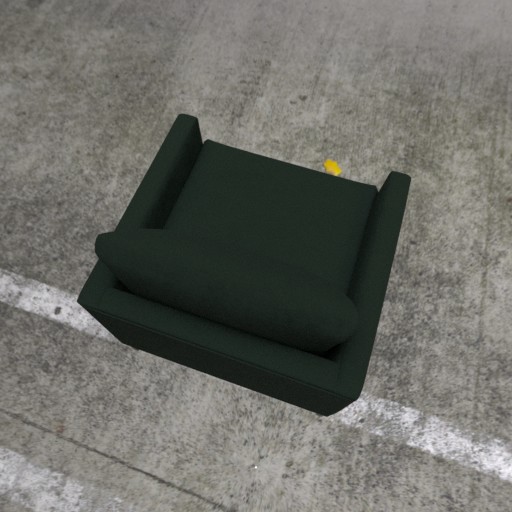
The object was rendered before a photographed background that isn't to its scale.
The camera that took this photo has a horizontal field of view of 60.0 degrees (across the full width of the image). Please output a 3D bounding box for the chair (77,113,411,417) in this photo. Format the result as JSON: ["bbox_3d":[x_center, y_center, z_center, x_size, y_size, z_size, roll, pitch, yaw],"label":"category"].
[{"bbox_3d":[0.000,0.000,1.698,0.963,0.861,0.866,17,66,8],"label":"chair"}]
